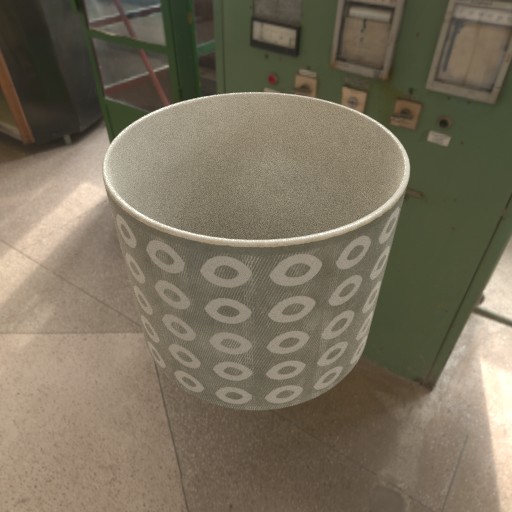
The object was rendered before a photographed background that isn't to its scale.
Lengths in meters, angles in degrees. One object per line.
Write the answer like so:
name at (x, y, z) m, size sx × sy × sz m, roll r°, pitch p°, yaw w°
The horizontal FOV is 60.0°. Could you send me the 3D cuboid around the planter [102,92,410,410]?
planter at (0.000, 0.000, 0.341) m, size 0.190 × 0.181 × 0.190 m, roll 0°, pitch 41°, yaw 0°
